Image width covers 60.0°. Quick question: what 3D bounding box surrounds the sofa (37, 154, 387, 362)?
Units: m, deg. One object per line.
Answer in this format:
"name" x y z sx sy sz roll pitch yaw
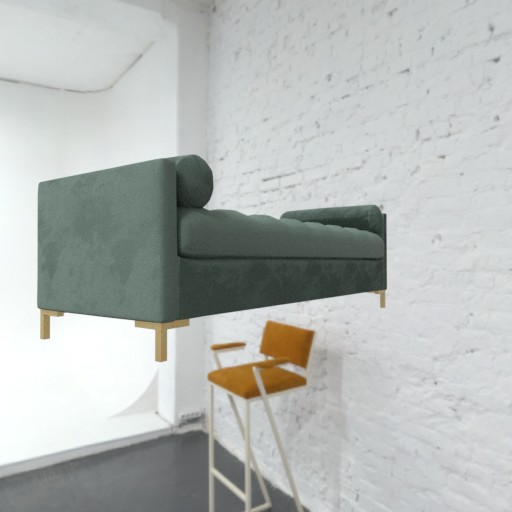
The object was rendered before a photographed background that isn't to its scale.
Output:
"sofa" 0.000 0.000 2.467 0.796 0.705 2.102 0 -1 36
